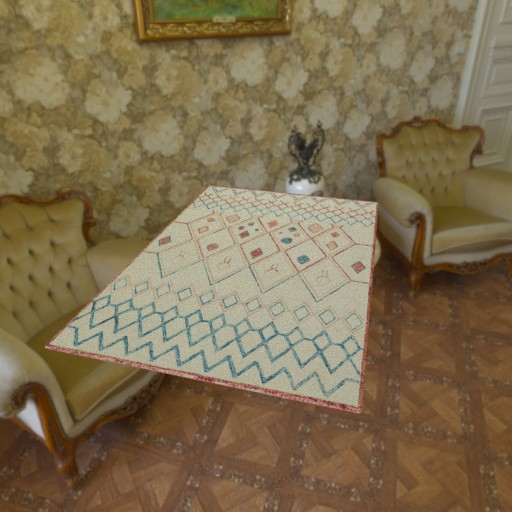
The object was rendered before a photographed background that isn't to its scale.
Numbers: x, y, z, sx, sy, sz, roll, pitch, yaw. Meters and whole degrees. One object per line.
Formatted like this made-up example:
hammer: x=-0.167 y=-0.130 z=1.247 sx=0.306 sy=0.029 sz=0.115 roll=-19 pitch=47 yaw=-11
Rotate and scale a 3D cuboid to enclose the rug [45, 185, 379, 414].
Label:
rug: x=0.000 y=0.000 z=2.362 sx=1.219 sy=0.016 sz=1.829 roll=8 pitch=31 yaw=13
